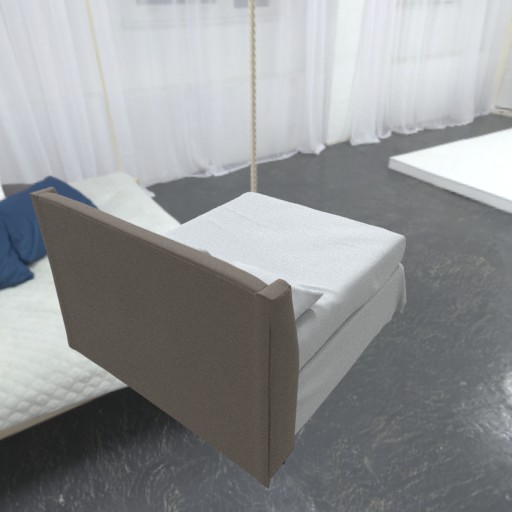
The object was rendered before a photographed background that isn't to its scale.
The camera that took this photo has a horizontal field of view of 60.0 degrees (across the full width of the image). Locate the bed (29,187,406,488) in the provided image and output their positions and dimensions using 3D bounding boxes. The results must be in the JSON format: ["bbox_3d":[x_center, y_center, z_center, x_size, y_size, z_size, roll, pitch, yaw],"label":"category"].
[{"bbox_3d":[0.000,0.000,3.389,1.925,1.332,2.276,21,36,32],"label":"bed"}]
